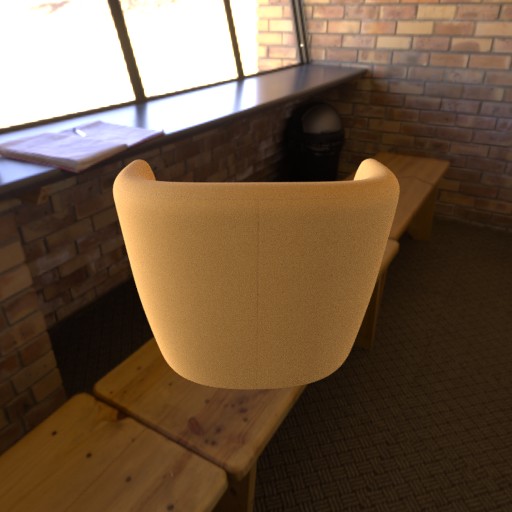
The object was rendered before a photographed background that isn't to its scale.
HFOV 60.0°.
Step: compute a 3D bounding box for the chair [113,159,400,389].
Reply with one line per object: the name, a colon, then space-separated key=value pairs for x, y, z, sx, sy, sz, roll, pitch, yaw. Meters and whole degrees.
chair: x=0.000 y=0.000 z=1.338 sx=0.773 sy=0.698 sz=0.767 roll=0 pitch=29 yaw=-1
